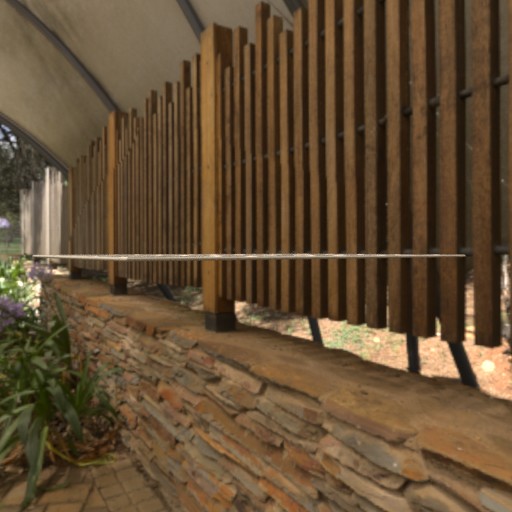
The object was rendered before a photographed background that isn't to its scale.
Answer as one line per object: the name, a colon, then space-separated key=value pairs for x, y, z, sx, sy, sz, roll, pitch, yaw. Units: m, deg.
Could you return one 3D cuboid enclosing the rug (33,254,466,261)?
rug: x=0.000 y=0.000 z=2.787 sx=2.294 sy=0.014 sz=1.528 roll=0 pitch=1 yaw=-38
